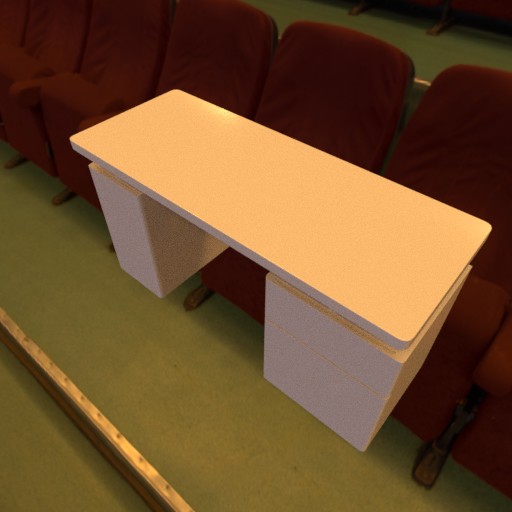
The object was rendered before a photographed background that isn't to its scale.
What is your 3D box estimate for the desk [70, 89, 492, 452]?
[{"bbox_3d":[0.000,0.000,1.763,1.400,0.762,0.550,31,53,27],"label":"desk"}]
